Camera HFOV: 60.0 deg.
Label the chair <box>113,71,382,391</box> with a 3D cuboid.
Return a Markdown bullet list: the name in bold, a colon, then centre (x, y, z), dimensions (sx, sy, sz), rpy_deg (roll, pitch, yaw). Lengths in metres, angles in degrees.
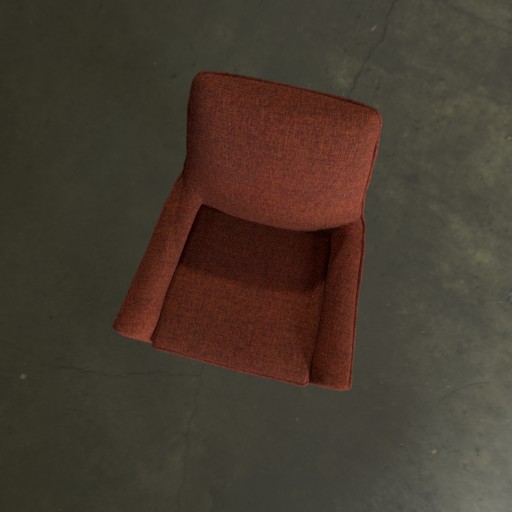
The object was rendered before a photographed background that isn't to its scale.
- **chair**: centre (0.000, 0.000, 1.540), dimensions (0.803, 0.911, 0.784), rpy_deg (14, 76, 3)
